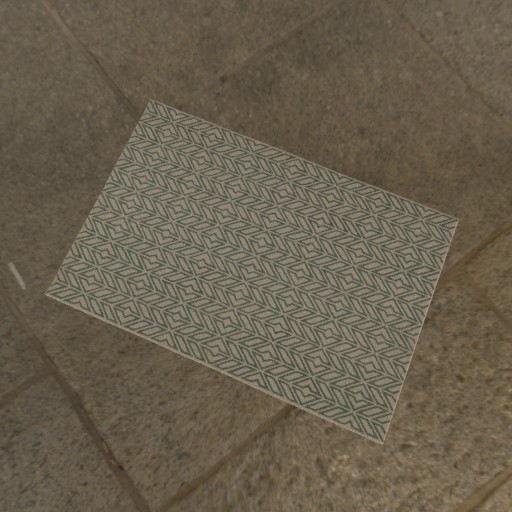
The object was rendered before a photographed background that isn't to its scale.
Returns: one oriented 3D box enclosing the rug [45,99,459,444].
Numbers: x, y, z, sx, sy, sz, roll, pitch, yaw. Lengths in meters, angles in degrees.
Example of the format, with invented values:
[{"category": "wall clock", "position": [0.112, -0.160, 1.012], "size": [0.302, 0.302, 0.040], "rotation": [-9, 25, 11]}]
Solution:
[{"category": "rug", "position": [0.000, 0.000, 2.314], "size": [1.828, 0.007, 1.220], "rotation": [23, 78, 5]}]
